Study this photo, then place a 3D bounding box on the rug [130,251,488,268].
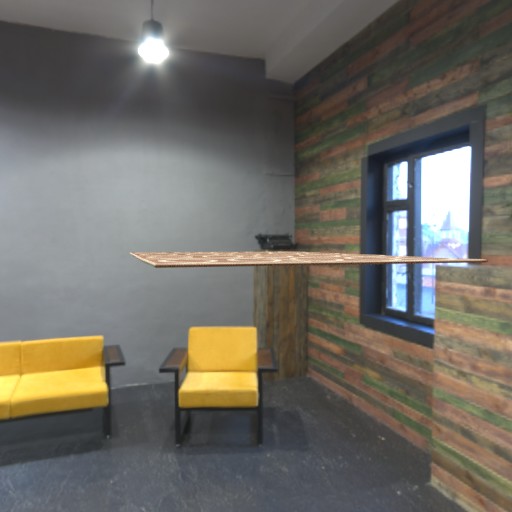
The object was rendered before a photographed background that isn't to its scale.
[{"bbox_3d":[0.000,0.000,2.908,1.528,0.014,2.294,-1,2,-18],"label":"rug"}]
